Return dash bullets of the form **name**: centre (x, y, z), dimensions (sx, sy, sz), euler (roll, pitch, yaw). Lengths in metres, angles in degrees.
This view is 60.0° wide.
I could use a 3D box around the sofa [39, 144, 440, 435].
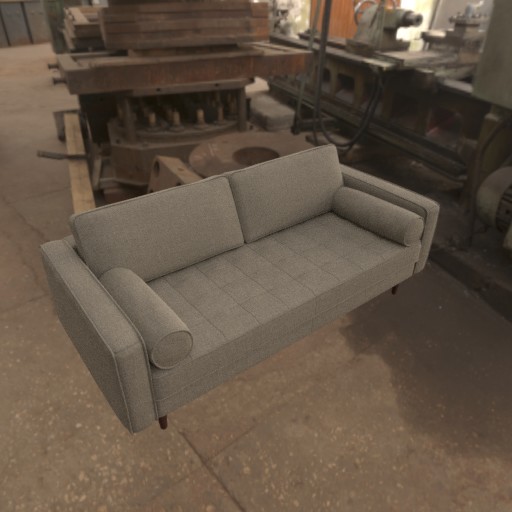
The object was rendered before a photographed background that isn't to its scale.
- **sofa**: centre (0.000, 0.000, 2.307), dimensions (1.879, 0.762, 0.914), euler (-22, 39, -31)
